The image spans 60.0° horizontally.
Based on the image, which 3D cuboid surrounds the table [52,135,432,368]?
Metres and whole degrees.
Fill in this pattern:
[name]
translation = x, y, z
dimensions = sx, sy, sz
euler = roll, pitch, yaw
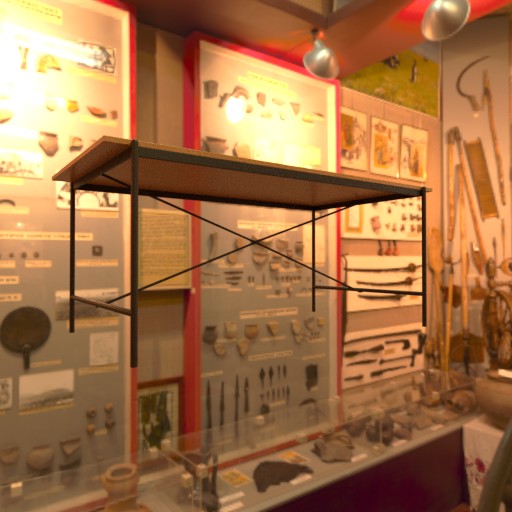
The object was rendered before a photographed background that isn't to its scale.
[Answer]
[table]
translation = 0.000, 0.000, 2.293
dimensions = 1.800, 0.758, 0.900
euler = 1, -1, -35
